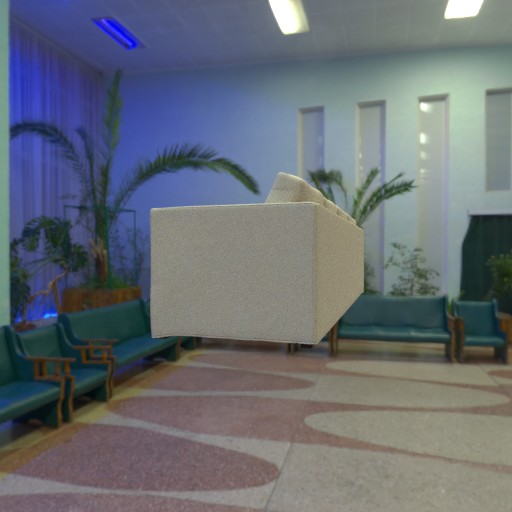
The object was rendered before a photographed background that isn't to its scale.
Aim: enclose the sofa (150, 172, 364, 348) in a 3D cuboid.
[{"bbox_3d":[0.000,0.000,3.919,1.650,0.922,3.205,0,1,18],"label":"sofa"}]
